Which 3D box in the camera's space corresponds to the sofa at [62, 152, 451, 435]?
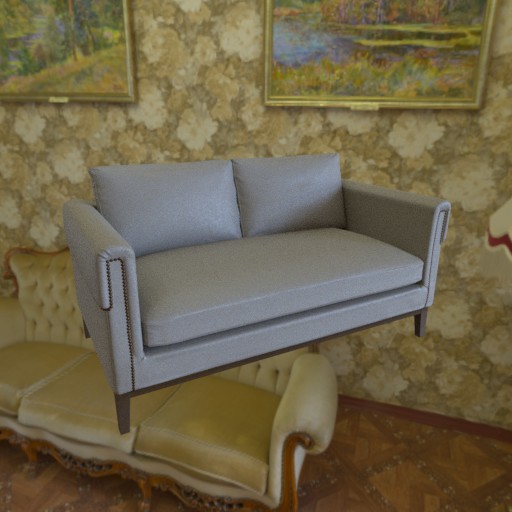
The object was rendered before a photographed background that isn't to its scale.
[{"bbox_3d":[0.000,0.000,2.120,1.598,0.873,0.899,-10,20,-27],"label":"sofa"}]
